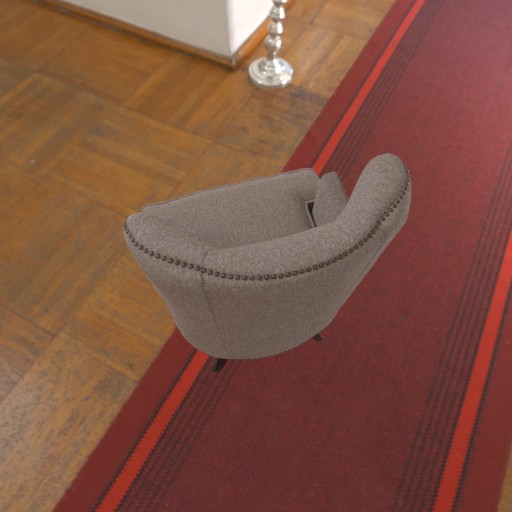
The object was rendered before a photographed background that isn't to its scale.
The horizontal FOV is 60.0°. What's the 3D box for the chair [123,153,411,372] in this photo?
[{"bbox_3d":[0.000,0.000,1.607,0.759,1.060,0.758,-15,60,-9],"label":"chair"}]
